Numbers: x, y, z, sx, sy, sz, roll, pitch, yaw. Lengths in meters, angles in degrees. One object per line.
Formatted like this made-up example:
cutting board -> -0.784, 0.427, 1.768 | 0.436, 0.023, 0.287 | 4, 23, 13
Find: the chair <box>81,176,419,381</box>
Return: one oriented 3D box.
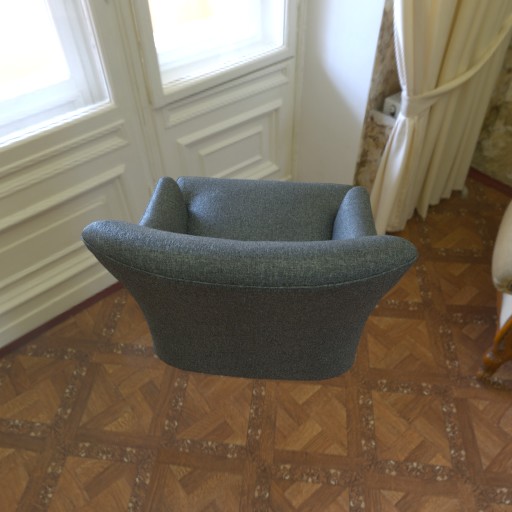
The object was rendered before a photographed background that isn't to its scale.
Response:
chair -> 0.000, 0.000, 1.601 | 0.864, 0.856, 0.923 | 3, 46, 3
